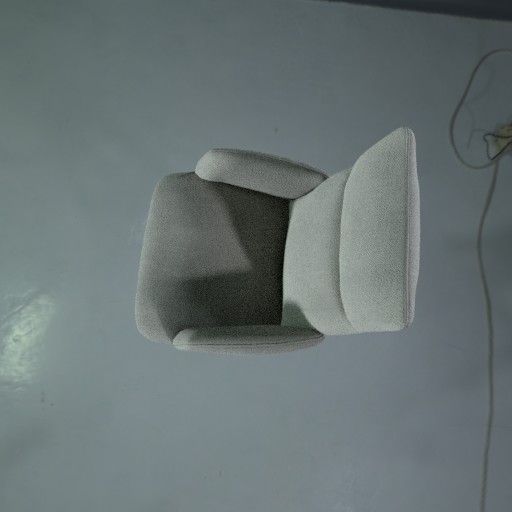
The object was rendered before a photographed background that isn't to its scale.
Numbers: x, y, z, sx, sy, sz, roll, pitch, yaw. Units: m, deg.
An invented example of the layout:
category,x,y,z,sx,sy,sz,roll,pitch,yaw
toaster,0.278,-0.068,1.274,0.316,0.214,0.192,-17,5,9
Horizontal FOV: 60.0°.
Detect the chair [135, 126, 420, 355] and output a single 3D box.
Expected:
category,x,y,z,sx,sy,sz,roll,pitch,yaw
chair,0.000,0.000,1.600,0.889,1.016,0.711,5,76,1
